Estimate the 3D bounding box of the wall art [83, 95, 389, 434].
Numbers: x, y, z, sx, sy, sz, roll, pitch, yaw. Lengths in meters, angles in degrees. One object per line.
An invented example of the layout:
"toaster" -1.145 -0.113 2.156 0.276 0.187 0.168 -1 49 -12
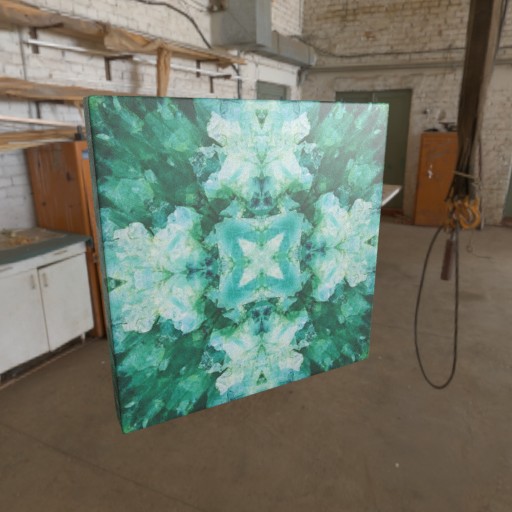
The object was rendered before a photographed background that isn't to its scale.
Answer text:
"wall art" 0.000 0.000 0.472 0.313 0.313 0.033 -9 19 -27
